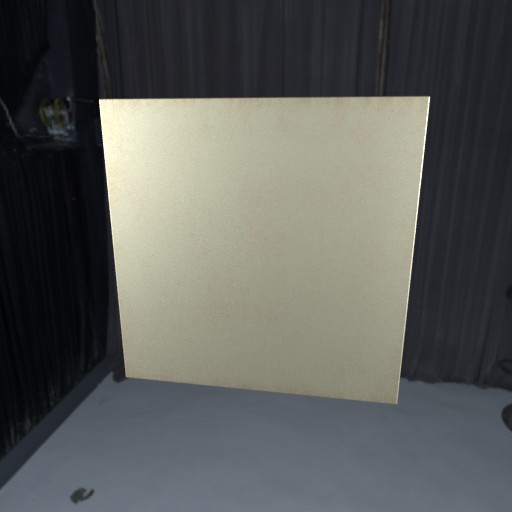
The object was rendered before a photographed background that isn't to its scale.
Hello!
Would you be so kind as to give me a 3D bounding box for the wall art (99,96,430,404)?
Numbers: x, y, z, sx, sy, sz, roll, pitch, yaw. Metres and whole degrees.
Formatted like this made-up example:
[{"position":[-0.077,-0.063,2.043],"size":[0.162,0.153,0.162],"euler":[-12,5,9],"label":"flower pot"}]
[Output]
[{"position":[0.000,0.000,0.753],"size":[0.503,0.506,0.030],"euler":[3,17,9],"label":"wall art"}]
